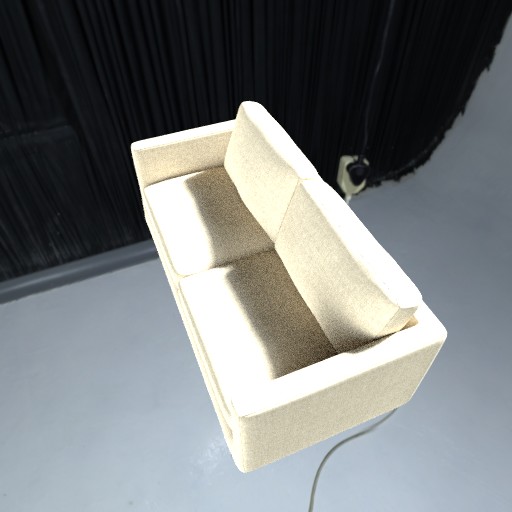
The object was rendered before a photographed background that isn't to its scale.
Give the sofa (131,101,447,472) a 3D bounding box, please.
[{"bbox_3d":[0.000,0.000,2.448,0.950,0.963,1.884,-17,50,-15],"label":"sofa"}]
